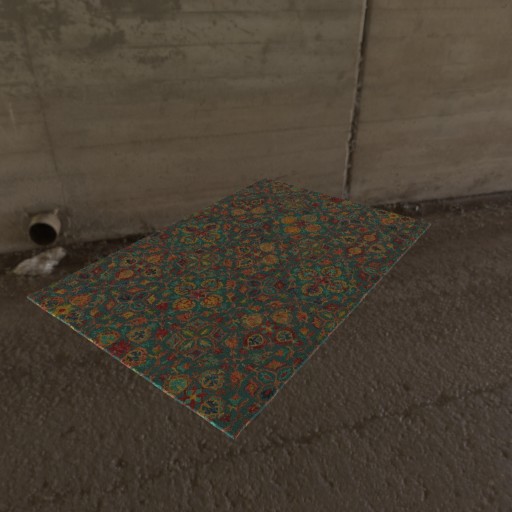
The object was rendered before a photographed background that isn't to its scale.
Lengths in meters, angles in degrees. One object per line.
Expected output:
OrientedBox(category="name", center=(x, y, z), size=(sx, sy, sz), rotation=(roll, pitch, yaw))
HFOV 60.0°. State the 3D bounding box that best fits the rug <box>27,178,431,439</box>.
OrientedBox(category="rug", center=(0.000, 0.000, 2.895), size=(1.527, 0.016, 2.290), rotation=(22, 37, 31))
